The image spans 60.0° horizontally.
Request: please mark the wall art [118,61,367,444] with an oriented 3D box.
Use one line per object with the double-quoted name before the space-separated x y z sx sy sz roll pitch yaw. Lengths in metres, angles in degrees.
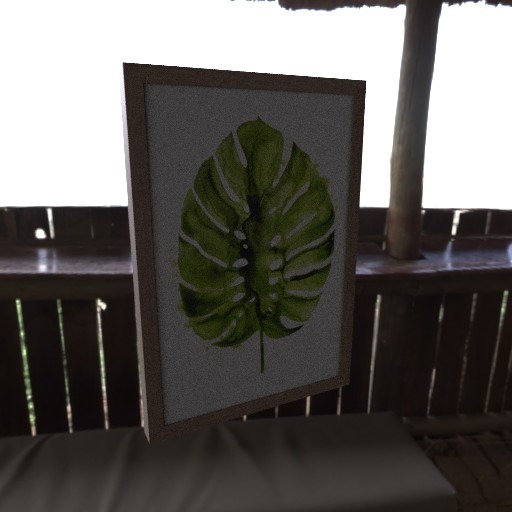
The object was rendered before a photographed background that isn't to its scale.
"wall art" 0.000 0.000 0.663 0.358 0.510 0.032 -7 16 -26
